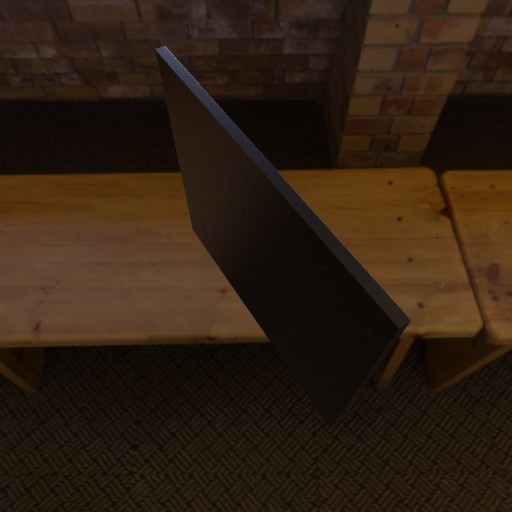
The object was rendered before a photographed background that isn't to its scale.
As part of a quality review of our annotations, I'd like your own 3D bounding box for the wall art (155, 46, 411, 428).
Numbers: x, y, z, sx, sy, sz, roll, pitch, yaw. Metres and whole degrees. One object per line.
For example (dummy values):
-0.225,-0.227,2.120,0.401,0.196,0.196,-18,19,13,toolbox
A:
0.000,0.000,0.532,0.012,0.332,0.383,-28,62,-17,wall art
